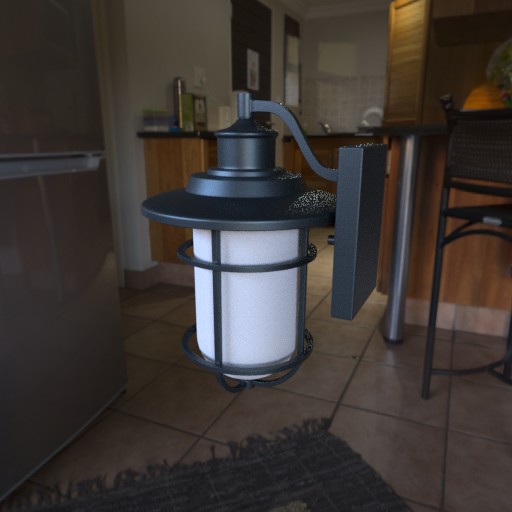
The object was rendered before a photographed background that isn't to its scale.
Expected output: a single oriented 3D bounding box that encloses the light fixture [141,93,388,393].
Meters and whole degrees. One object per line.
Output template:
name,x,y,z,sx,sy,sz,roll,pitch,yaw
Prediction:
light fixture,0.000,0.000,0.499,0.252,0.345,0.222,8,18,26
